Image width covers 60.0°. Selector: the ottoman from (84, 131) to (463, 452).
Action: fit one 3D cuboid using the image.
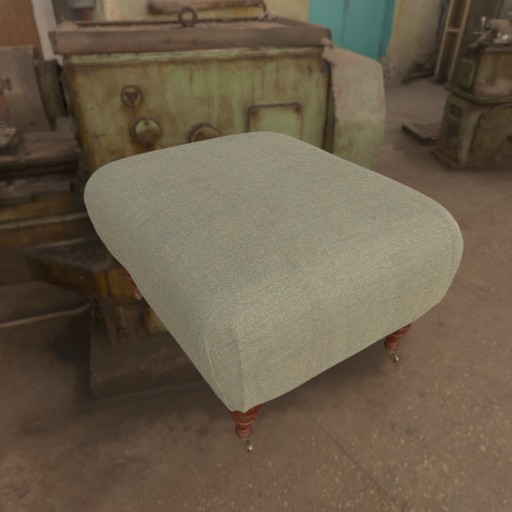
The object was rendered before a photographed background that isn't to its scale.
[{"bbox_3d":[0.000,0.000,1.099,0.622,0.450,0.747,-20,38,-28],"label":"ottoman"}]
